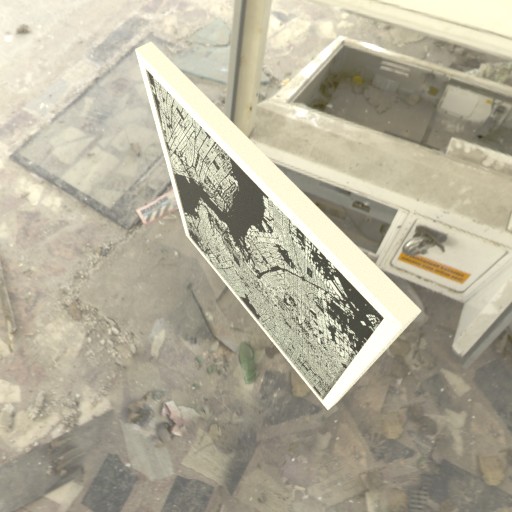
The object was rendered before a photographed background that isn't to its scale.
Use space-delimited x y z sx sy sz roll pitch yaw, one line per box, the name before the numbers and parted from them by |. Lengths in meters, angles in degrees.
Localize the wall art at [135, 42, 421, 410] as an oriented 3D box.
wall art | 0.000 0.000 1.125 0.050 0.762 0.761 -34 67 -17
